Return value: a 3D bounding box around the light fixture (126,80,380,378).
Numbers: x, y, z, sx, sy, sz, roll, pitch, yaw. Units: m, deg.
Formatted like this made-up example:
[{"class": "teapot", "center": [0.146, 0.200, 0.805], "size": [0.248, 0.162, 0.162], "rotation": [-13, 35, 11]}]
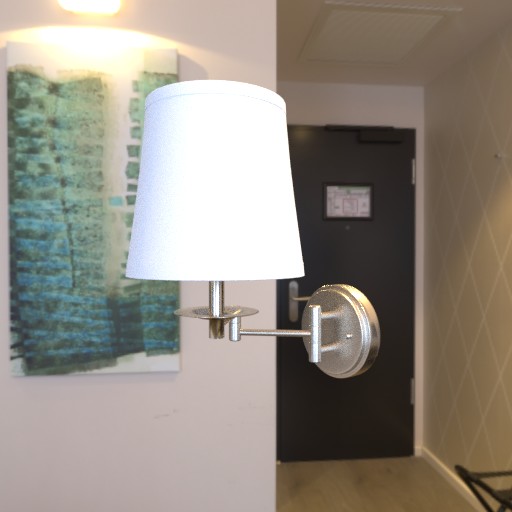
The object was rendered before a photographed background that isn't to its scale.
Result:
[{"class": "light fixture", "center": [0.000, 0.000, 0.603], "size": [0.348, 0.381, 0.223], "rotation": [0, 1, -36]}]
